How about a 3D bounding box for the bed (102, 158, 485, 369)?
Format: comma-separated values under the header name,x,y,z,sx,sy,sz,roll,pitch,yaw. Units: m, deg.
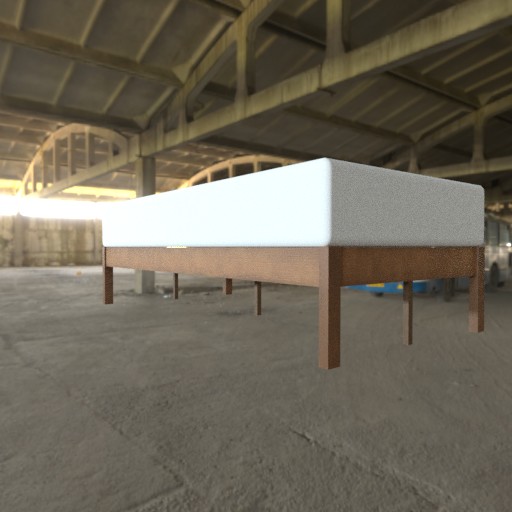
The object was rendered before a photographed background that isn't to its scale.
name,x,y,z,sx,sy,sz,roll,pitch,yaw
bed,0.000,0.000,2.315,0.961,0.616,1.902,-1,1,-38
